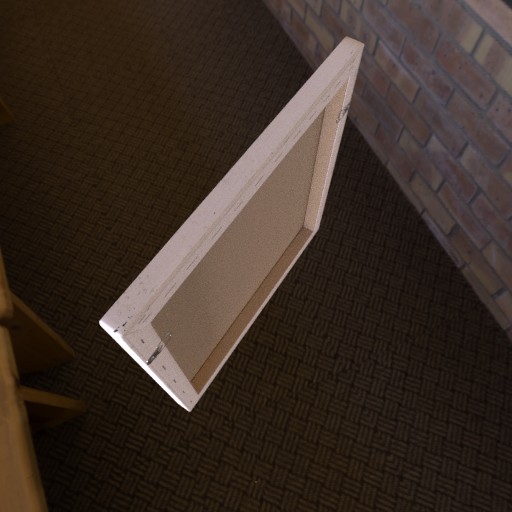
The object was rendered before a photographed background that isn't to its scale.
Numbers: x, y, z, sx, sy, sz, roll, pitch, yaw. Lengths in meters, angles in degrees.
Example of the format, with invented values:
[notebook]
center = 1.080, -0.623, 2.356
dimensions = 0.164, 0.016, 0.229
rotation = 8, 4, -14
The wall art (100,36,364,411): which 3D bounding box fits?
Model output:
[wall art]
center = 0.000, 0.000, 0.902
dimensions = 0.040, 0.611, 0.610
rotation = 31, 67, 15
